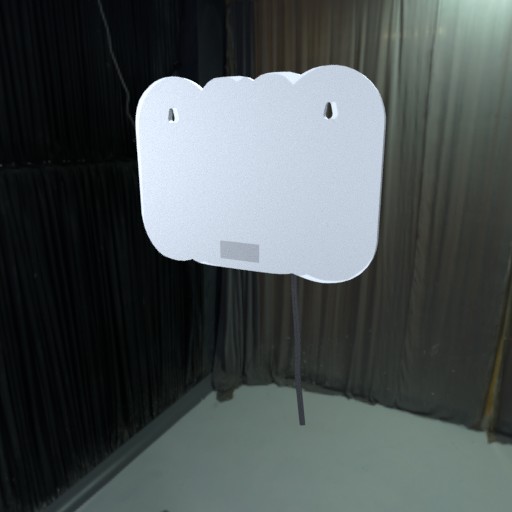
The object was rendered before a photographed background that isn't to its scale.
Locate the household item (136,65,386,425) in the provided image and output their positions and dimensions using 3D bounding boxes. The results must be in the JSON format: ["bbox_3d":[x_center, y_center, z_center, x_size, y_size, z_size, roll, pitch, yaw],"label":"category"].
[{"bbox_3d":[0.000,0.000,0.385,0.211,0.294,0.042,7,16,25],"label":"household item"}]
